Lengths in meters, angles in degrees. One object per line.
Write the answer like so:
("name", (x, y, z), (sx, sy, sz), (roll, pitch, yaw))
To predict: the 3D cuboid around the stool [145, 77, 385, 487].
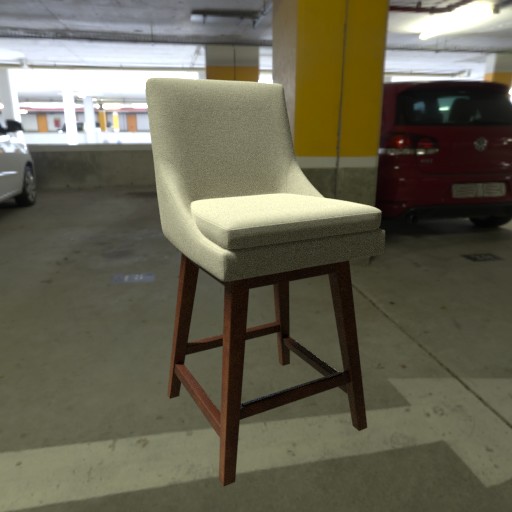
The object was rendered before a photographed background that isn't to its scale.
("stool", (0.000, 0.000, 1.278), (0.469, 0.991, 0.559), (-9, 18, -27))
